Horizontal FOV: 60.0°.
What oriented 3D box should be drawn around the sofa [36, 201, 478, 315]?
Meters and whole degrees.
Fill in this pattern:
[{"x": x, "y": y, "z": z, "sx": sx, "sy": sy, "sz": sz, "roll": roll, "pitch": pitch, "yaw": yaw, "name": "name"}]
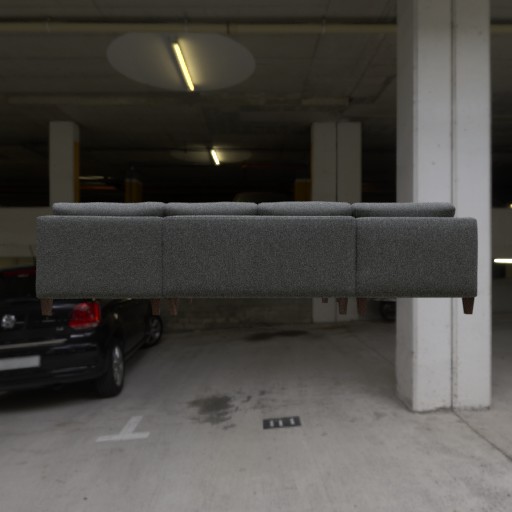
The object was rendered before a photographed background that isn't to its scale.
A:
[{"x": 0.000, "y": 0.000, "z": 4.446, "sx": 3.238, "sy": 0.853, "sz": 2.551, "roll": 0, "pitch": 0, "yaw": -1, "name": "sofa"}]
